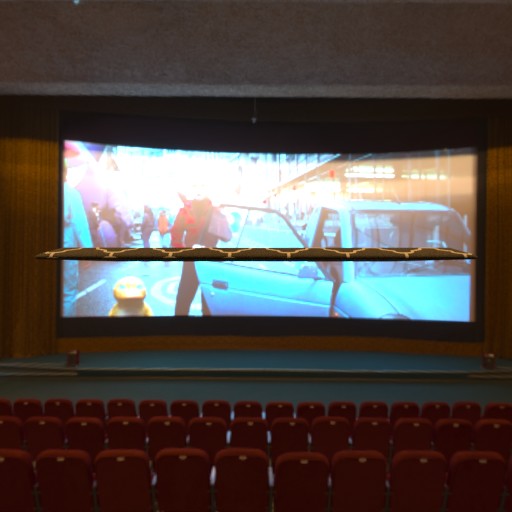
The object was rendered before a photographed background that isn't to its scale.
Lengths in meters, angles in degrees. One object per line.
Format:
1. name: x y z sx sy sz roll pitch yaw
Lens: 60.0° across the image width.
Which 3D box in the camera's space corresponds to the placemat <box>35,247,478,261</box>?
1. placemat: 0.000 0.000 0.986 0.762 0.021 0.508 0 -1 -1
